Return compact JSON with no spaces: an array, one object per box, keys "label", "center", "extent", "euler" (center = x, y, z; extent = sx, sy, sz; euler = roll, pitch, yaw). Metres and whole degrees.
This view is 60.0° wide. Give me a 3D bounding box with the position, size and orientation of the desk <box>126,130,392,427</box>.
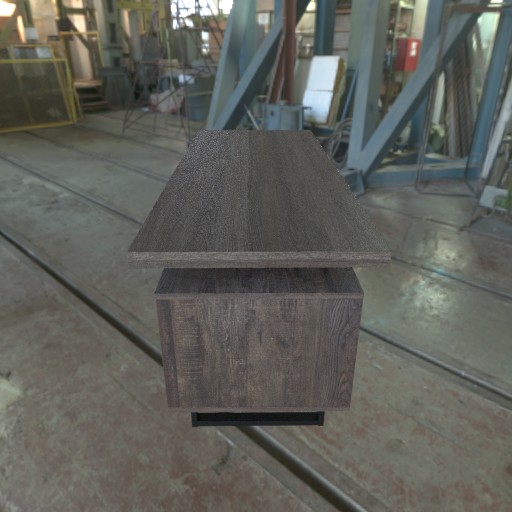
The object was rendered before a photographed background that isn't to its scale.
[{"label":"desk","center":[0.000,0.000,1.852],"extent":[0.600,0.760,1.524],"euler":[0,26,-1]}]
